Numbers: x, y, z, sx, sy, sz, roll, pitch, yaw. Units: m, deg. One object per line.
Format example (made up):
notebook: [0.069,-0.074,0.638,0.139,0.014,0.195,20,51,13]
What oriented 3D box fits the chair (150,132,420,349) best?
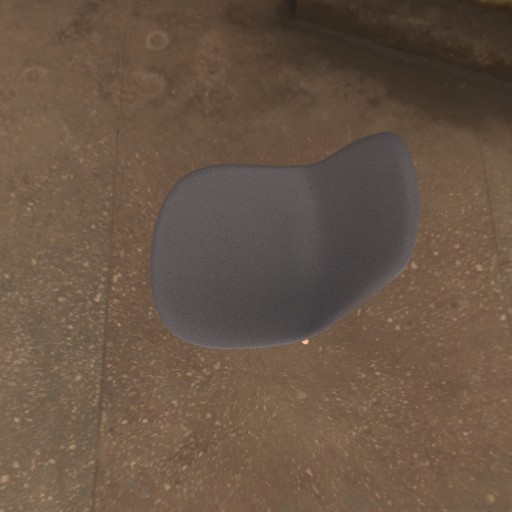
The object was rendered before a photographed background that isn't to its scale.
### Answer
chair: [0.000,0.000,1.122,0.533,0.826,0.470,1,75,0]
